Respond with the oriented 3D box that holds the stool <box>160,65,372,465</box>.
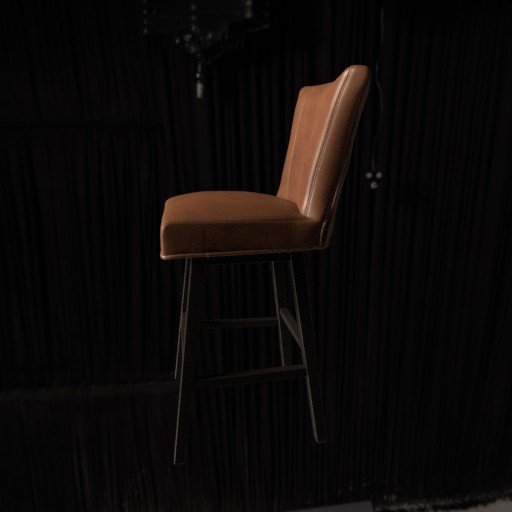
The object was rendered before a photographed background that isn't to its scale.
[{"bbox_3d":[0.000,0.000,1.440,0.585,1.094,0.522,-2,14,-9],"label":"stool"}]
